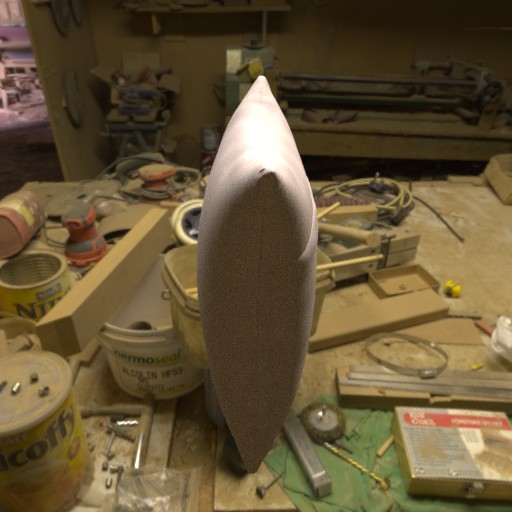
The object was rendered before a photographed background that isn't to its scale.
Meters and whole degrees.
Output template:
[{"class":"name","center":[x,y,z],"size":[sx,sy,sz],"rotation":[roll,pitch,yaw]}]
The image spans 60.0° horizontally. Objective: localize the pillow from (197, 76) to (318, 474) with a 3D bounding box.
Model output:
[{"class":"pillow","center":[0.000,0.000,0.666],"size":[0.173,0.436,0.433],"rotation":[0,32,0]}]
